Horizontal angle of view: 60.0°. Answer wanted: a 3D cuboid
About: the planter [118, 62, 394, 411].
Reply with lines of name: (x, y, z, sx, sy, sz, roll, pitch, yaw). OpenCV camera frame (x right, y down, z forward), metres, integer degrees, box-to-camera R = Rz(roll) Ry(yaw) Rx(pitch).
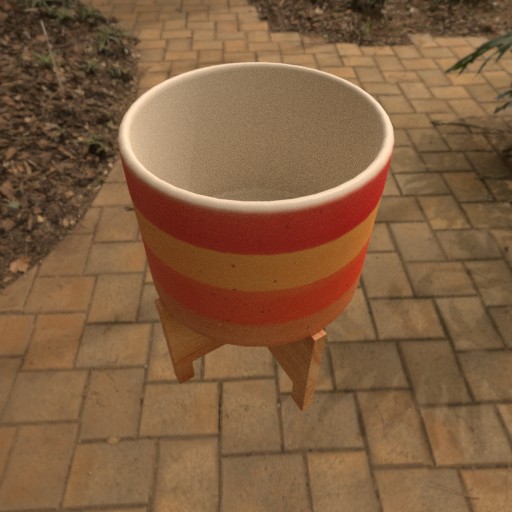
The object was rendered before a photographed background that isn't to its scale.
planter: (0.000, 0.000, 0.556, 0.269, 0.379, 0.269, 0, 47, 0)
